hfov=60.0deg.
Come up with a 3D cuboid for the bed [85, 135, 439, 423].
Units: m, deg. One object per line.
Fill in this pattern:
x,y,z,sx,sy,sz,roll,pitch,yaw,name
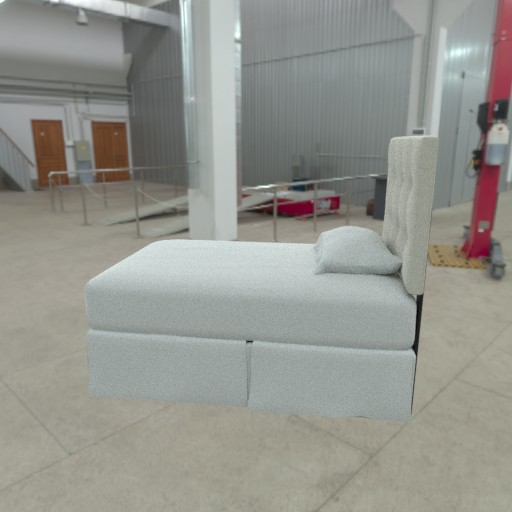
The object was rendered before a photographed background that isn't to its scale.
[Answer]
0.000,0.000,3.014,1.997,1.571,1.261,2,15,8,bed
